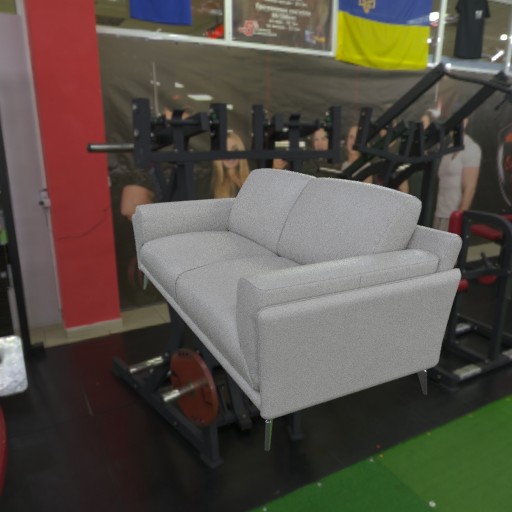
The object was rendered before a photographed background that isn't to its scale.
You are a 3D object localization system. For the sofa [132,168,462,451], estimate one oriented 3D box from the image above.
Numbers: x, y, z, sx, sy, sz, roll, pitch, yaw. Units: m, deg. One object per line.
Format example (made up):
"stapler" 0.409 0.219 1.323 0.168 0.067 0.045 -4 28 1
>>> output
"sofa" 0.000 0.000 2.658 1.049 0.930 2.101 -8 18 -26
